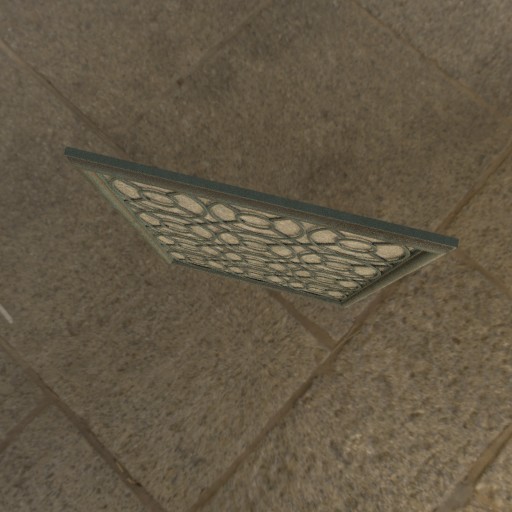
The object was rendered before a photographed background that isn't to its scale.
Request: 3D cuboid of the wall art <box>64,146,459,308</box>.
[{"bbox_3d":[0.000,0.000,1.317,0.767,0.983,0.030,14,78,3],"label":"wall art"}]
